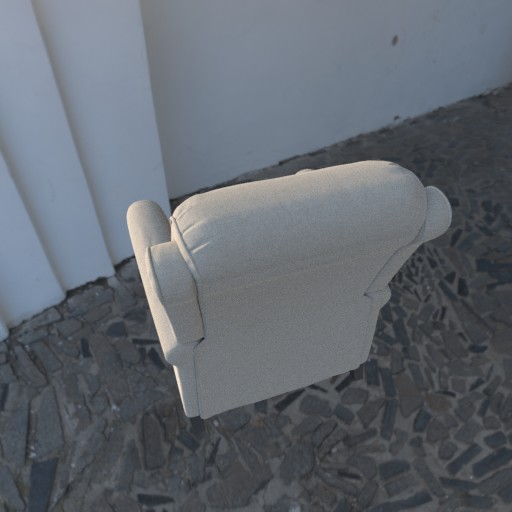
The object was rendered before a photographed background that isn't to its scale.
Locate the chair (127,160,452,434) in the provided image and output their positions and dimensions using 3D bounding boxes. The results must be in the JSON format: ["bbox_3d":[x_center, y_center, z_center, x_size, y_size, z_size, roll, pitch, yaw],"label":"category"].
[{"bbox_3d":[0.000,0.000,1.662,0.859,1.046,0.919,-13,44,-14],"label":"chair"}]
